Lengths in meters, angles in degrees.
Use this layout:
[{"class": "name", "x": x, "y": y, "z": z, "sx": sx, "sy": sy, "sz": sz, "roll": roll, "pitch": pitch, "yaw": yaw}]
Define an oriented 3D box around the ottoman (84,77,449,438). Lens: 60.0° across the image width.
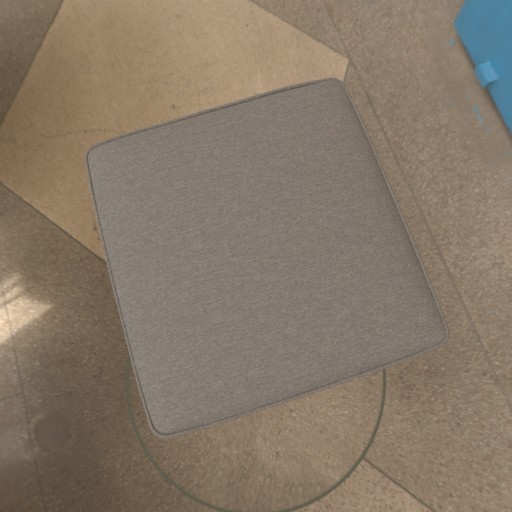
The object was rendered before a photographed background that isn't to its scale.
[{"class": "ottoman", "x": 0.000, "y": 0.000, "z": 1.411, "sx": 0.808, "sy": 0.612, "sz": 0.871, "roll": -17, "pitch": 76, "yaw": -4}]
